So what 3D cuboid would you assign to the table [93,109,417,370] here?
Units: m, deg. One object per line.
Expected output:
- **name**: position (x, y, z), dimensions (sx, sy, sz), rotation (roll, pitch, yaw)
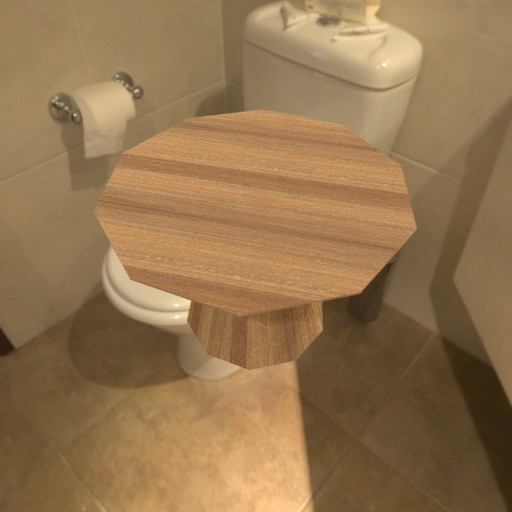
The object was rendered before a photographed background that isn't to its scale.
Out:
- **table**: position (0.000, 0.000, 1.938), dimensions (1.186, 0.752, 1.186), rotation (0, 46, 0)
